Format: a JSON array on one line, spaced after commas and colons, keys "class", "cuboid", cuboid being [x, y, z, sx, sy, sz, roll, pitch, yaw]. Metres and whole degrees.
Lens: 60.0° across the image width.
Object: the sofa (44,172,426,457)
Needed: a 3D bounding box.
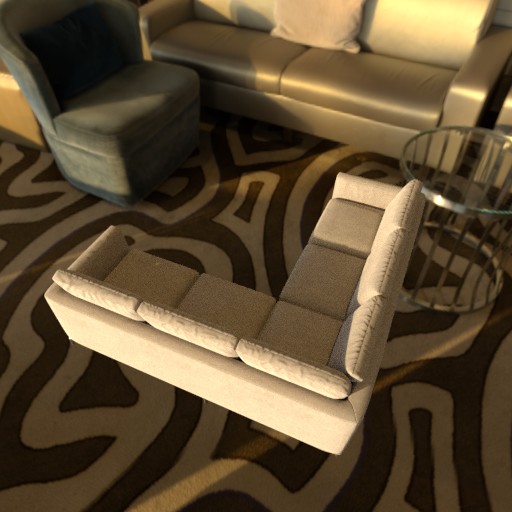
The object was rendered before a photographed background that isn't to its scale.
[{"class": "sofa", "cuboid": [0.000, 0.000, 3.843, 2.438, 0.864, 2.438, 18, 49, 16]}]
